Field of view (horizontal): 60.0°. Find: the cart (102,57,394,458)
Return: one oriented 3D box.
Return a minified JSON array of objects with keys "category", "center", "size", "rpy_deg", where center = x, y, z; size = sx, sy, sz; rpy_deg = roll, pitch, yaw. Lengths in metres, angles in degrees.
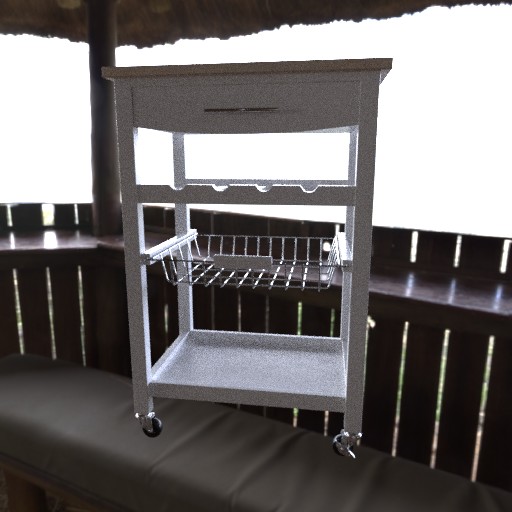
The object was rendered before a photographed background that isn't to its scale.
[{"category":"cart","center":[0.000,0.000,1.147],"size":[0.578,0.857,0.406],"rpy_deg":[2,12,9]}]
